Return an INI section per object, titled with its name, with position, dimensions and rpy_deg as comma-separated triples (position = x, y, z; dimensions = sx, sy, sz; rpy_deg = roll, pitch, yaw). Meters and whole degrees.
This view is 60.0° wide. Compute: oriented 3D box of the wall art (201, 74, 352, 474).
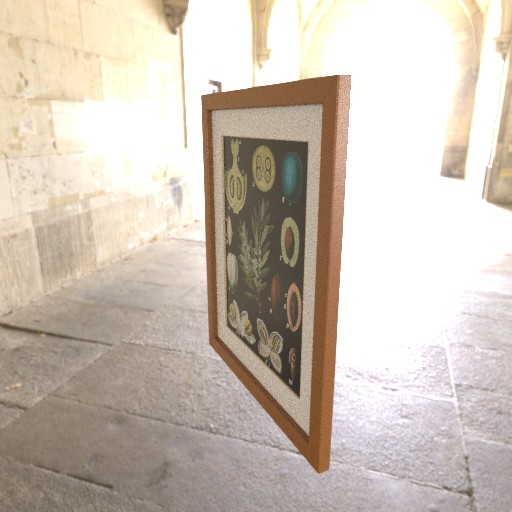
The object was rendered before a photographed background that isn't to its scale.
[wall art]
position = 0.000, 0.000, 0.770
dimensions = 0.021, 0.550, 0.449
rpy_deg = -8, 19, -25
